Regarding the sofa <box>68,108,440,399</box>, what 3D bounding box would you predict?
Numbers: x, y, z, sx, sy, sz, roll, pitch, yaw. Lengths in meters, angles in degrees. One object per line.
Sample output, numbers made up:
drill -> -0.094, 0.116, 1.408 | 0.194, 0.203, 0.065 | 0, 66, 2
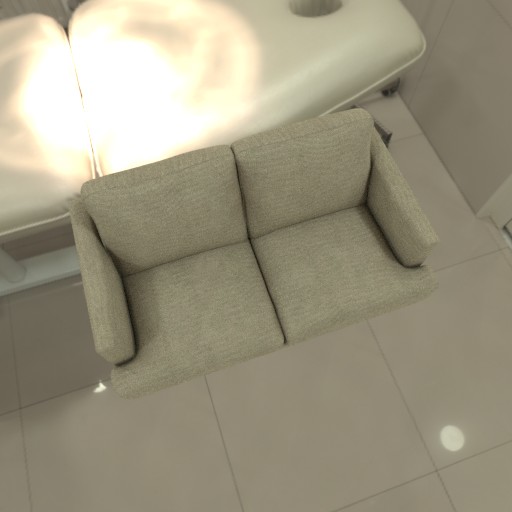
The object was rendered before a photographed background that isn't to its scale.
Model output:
sofa -> 0.000, 0.000, 2.180 | 1.582, 0.944, 0.903 | -17, 66, -8
